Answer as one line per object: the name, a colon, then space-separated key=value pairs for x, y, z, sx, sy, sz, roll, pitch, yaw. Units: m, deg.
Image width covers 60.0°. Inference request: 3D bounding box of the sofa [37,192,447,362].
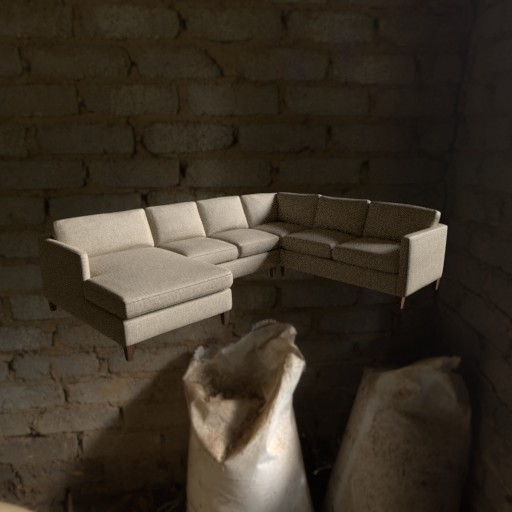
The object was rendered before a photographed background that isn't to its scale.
sofa: x=0.000 y=0.000 z=4.608 sx=2.593 sy=0.959 sz=3.460 roll=14 pitch=20 yaw=43
